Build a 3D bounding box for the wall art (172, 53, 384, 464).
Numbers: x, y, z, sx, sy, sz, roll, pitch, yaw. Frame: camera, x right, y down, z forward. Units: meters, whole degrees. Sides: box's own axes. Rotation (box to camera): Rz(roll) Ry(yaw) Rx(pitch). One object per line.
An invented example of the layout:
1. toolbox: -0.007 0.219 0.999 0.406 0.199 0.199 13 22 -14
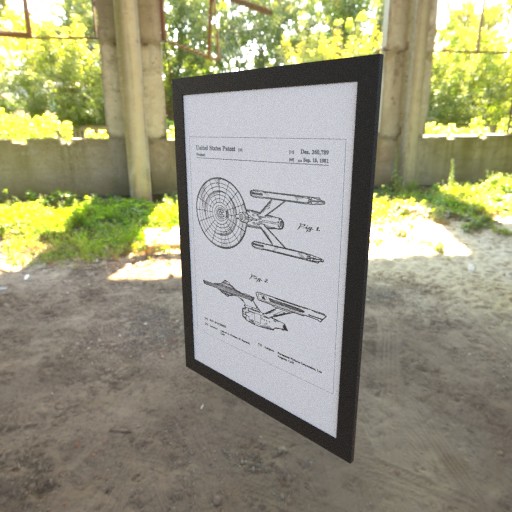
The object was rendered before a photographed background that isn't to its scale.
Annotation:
1. wall art: 0.000 0.000 0.678 0.379 0.530 0.008 15 22 42
